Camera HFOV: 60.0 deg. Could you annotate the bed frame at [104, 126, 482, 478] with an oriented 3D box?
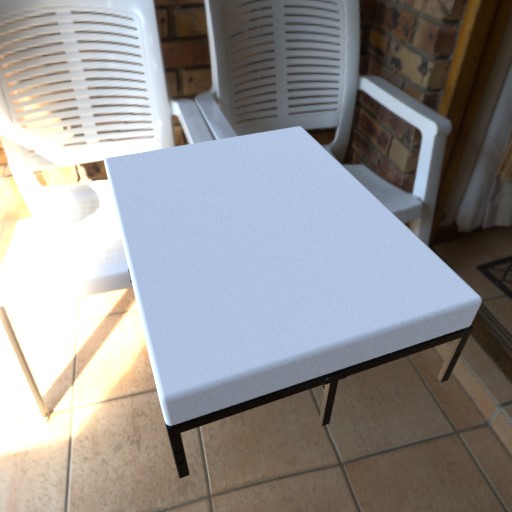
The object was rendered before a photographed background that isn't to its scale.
[{"bbox_3d":[0.000,0.000,2.812,1.557,0.659,2.072,-14,42,-15],"label":"bed frame"}]
